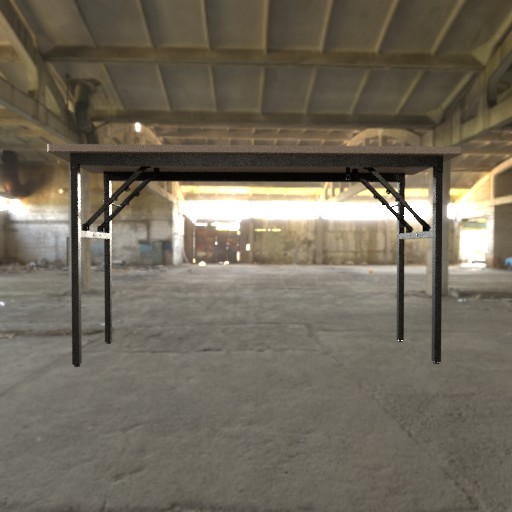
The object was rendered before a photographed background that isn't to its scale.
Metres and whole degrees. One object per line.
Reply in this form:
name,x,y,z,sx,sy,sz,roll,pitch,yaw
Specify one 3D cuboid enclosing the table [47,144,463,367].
table,0.000,0.000,1.713,1.397,0.750,0.447,0,1,-2
